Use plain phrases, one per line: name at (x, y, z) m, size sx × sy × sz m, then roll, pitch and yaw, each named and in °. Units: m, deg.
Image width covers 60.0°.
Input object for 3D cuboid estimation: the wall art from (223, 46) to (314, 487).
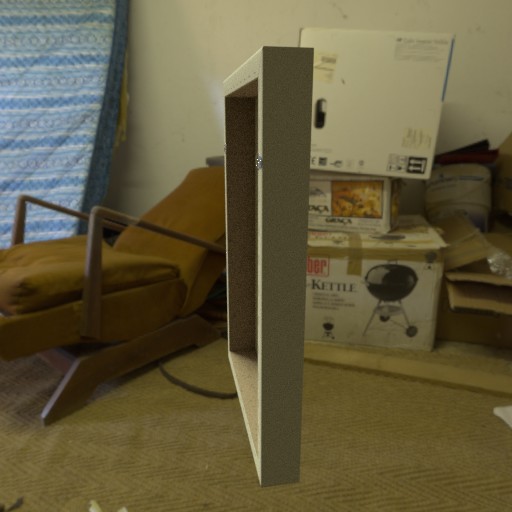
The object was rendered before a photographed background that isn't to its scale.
wall art at (0.000, 0.000, 0.487) m, size 0.039 × 0.381 × 0.252 m, roll -3°, pitch 16°, yaw -10°
